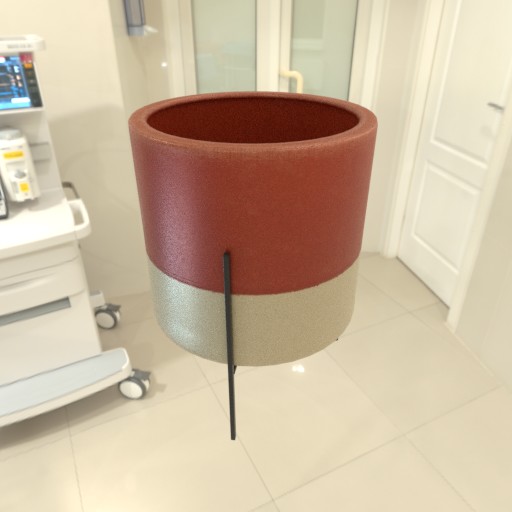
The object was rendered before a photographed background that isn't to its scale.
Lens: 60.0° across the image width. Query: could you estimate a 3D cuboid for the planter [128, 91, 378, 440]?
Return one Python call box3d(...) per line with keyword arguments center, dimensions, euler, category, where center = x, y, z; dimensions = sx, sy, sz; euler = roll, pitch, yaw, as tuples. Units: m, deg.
box3d(center=(0.000, 0.000, 0.738), dimensions=(0.354, 0.465, 0.345), euler=(-10, 32, -17), category="planter")
